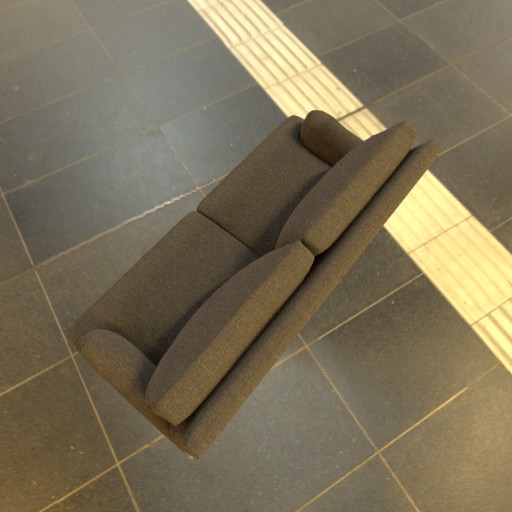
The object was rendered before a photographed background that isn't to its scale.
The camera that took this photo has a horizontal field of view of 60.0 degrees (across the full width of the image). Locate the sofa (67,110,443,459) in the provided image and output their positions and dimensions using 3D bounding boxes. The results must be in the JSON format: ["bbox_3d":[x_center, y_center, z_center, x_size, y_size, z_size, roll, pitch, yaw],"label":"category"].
[{"bbox_3d":[0.000,0.000,2.702,1.087,1.054,2.160,36,68,17],"label":"sofa"}]
